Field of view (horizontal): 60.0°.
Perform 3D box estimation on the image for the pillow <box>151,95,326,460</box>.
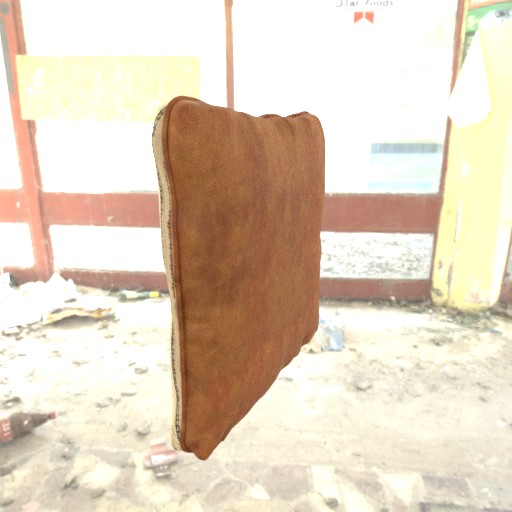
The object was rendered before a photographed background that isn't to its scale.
[{"bbox_3d":[0.000,0.000,0.758,0.130,0.490,0.489,8,17,26],"label":"pillow"}]
